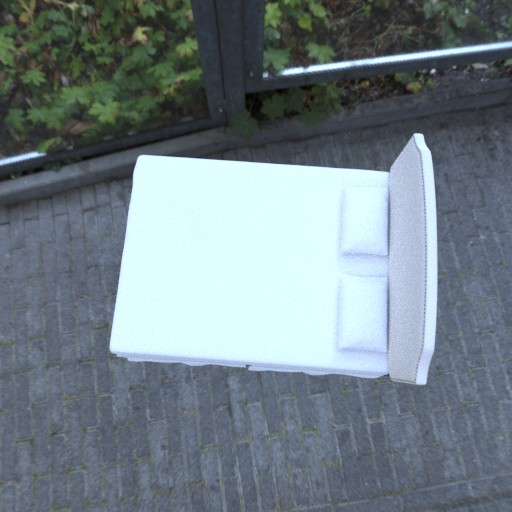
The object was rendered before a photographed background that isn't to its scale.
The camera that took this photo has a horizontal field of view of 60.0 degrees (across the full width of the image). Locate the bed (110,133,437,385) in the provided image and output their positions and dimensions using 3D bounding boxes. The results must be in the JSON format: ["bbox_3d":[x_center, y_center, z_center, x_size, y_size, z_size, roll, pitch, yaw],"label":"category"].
[{"bbox_3d":[0.000,0.000,3.054,1.999,1.270,1.558,4,77,1],"label":"bed"}]
